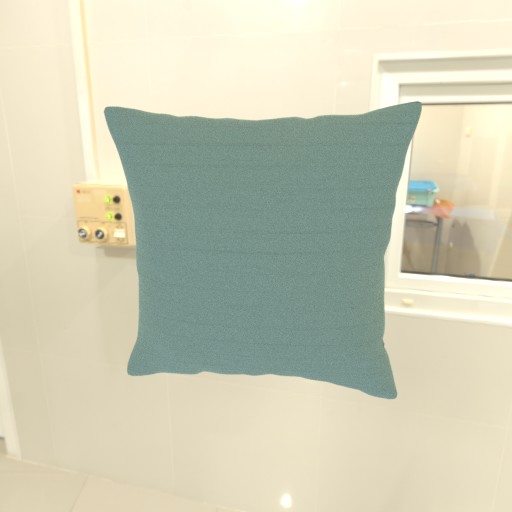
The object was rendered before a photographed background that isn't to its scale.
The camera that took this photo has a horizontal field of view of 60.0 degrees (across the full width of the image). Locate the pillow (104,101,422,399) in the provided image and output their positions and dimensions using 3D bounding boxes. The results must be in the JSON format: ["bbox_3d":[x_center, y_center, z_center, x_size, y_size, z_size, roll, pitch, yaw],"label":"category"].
[{"bbox_3d":[0.000,0.000,0.706,0.470,0.464,0.175,2,16,8],"label":"pillow"}]
